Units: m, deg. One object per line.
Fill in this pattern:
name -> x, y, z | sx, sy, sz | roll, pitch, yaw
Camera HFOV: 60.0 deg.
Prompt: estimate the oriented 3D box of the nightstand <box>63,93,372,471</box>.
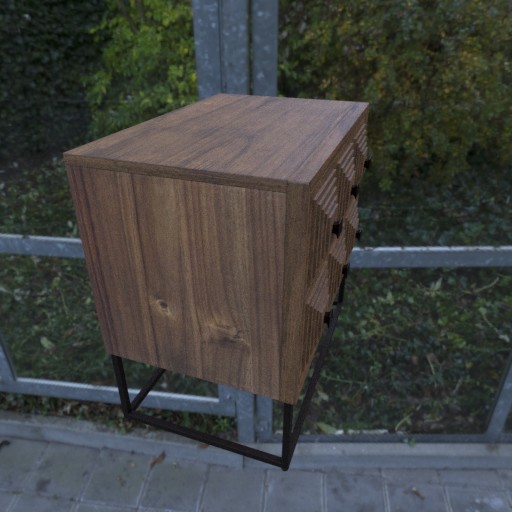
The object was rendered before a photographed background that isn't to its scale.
nightstand -> 0.000, 0.000, 1.037 | 0.437, 0.610, 0.610 | 10, 31, 17
